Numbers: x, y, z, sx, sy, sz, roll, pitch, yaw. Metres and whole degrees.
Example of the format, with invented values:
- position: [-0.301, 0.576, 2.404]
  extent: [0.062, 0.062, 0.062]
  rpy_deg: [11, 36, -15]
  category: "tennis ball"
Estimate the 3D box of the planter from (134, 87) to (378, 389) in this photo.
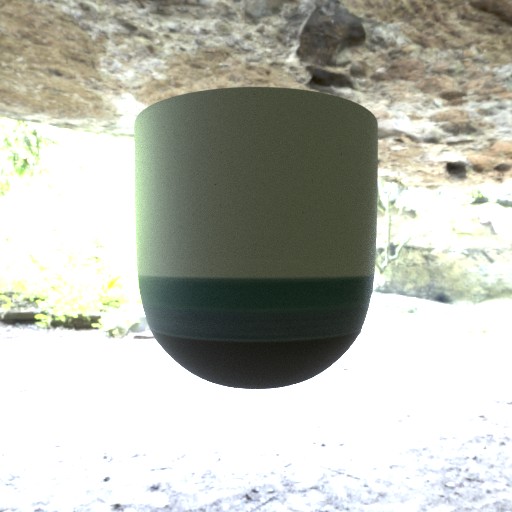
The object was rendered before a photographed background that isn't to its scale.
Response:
- position: [0.000, 0.000, 0.383]
  extent: [0.204, 0.214, 0.204]
  rpy_deg: [0, -1, 0]
  category: "planter"
